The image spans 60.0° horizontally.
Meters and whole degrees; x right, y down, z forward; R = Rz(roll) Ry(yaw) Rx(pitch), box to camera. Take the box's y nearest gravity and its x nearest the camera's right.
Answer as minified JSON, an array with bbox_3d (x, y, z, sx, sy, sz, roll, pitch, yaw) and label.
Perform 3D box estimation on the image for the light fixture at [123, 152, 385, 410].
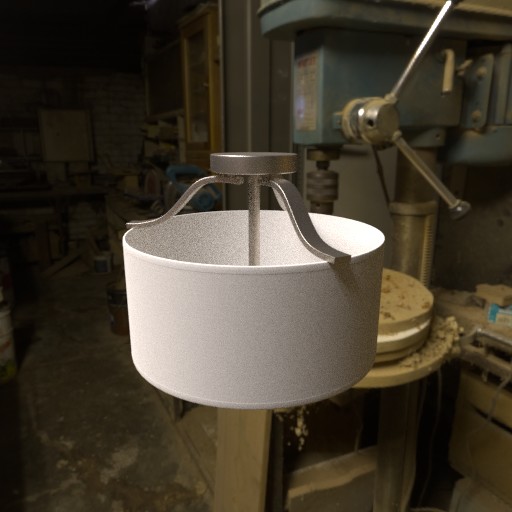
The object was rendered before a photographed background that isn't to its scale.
[{"bbox_3d":[0.000,0.000,0.675,0.395,0.304,0.395,0,15,0],"label":"light fixture"}]
